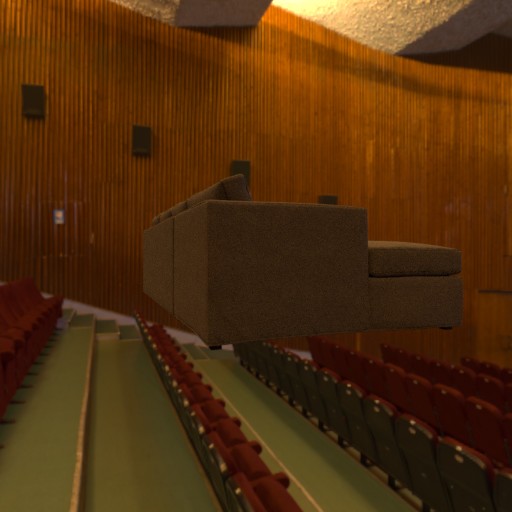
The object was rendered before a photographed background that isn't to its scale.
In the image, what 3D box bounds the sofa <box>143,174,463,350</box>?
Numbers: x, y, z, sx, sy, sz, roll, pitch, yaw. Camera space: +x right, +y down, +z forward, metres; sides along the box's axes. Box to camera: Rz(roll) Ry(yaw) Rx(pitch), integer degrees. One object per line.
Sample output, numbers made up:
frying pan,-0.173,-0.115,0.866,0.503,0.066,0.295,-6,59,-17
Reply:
sofa,0.000,0.000,3.916,1.650,0.922,3.205,0,0,-20
